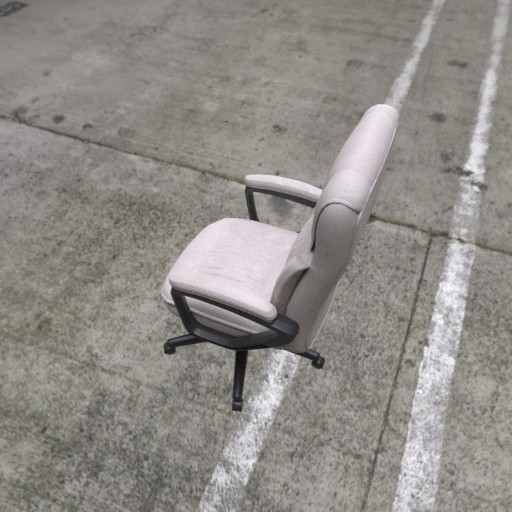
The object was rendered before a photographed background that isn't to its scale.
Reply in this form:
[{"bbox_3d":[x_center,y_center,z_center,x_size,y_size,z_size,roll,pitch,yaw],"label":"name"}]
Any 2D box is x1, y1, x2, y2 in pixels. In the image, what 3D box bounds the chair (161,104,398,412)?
[{"bbox_3d":[0.000,0.000,1.586,0.724,1.105,0.667,17,48,16],"label":"chair"}]
